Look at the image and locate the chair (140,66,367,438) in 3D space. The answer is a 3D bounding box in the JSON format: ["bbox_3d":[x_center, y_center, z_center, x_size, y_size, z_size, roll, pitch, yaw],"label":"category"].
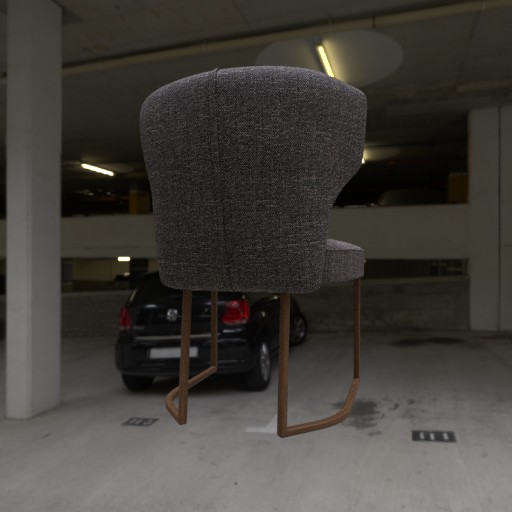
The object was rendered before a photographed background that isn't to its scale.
[{"bbox_3d":[0.000,0.000,1.234,0.611,0.824,0.617,0,0,18],"label":"chair"}]
